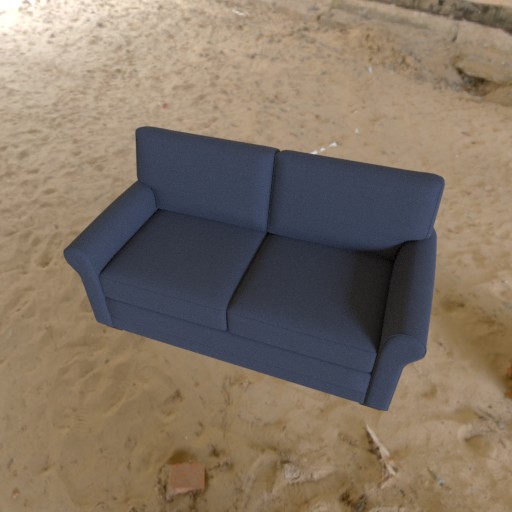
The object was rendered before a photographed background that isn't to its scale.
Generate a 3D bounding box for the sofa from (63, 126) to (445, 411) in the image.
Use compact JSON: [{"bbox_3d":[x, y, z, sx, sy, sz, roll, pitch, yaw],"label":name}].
[{"bbox_3d":[0.000,0.000,2.565,1.930,1.020,0.940,13,43,15],"label":"sofa"}]
